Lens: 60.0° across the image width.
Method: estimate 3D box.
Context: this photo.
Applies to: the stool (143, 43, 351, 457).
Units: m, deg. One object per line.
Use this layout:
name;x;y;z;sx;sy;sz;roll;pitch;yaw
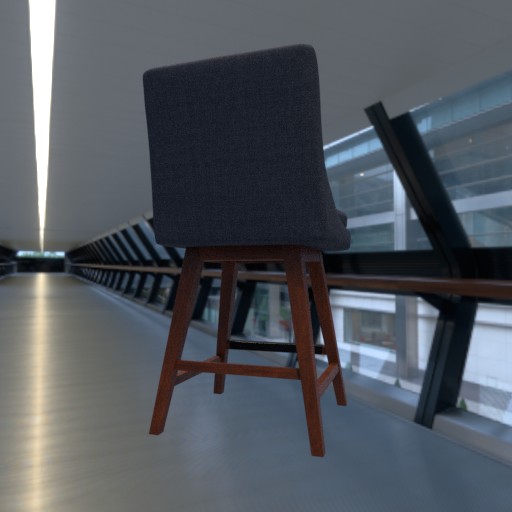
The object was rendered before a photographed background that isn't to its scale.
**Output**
stool;0.000;0.000;1.215;0.467;0.895;0.524;-1;-2;19
